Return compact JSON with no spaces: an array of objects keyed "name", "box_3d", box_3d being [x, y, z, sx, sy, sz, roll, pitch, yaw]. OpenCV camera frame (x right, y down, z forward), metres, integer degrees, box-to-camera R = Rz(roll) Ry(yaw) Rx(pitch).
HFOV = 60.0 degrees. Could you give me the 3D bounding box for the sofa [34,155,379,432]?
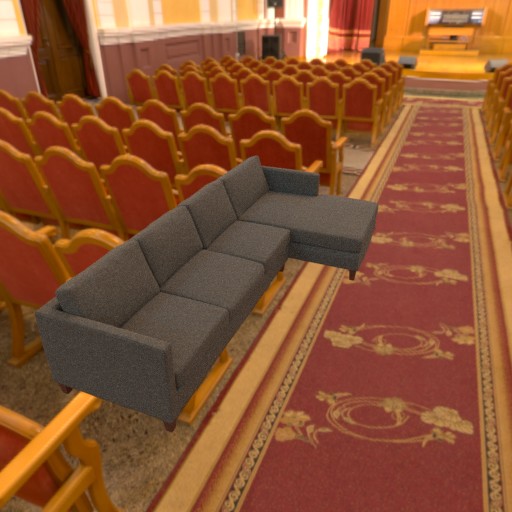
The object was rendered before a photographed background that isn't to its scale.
[{"name":"sofa","box_3d":[0.000,0.000,3.812,1.625,0.846,3.186,11,31,19]}]
